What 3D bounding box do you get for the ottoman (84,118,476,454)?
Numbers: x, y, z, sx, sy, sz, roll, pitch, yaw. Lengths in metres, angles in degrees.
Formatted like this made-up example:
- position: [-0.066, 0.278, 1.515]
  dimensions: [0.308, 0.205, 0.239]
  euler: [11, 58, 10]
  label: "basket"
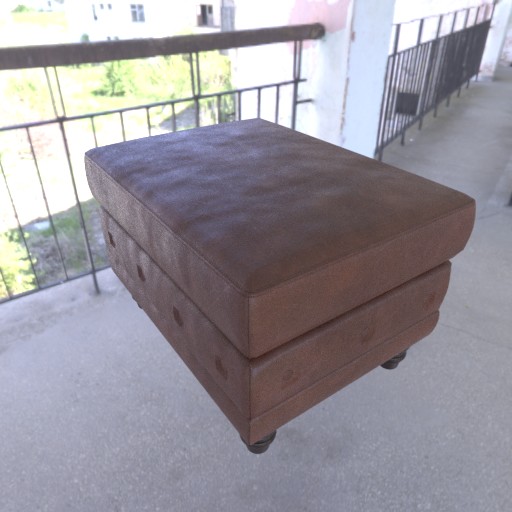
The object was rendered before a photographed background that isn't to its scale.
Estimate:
- position: [0.000, 0.000, 1.155]
  dimensions: [0.588, 0.509, 0.795]
  euler: [-20, 37, -29]
  label: "ottoman"
